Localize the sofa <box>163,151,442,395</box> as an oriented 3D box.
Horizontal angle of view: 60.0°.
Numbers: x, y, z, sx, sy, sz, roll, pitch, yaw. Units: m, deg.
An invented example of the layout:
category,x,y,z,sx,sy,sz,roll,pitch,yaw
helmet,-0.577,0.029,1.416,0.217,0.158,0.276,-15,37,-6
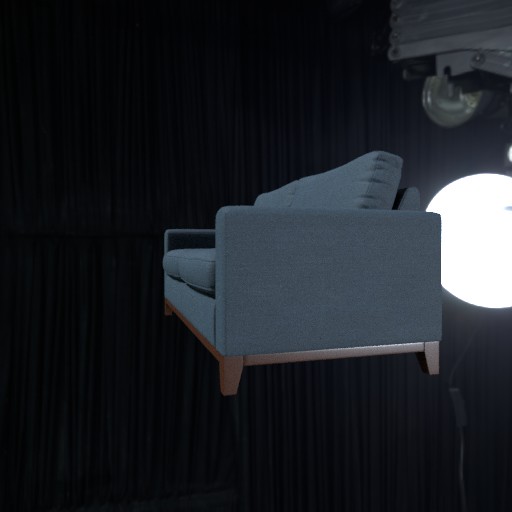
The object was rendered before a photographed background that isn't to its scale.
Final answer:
category,x,y,z,sx,sy,sz,roll,pitch,yaw
sofa,0.000,0.000,2.427,0.877,0.865,1.900,0,1,-17
